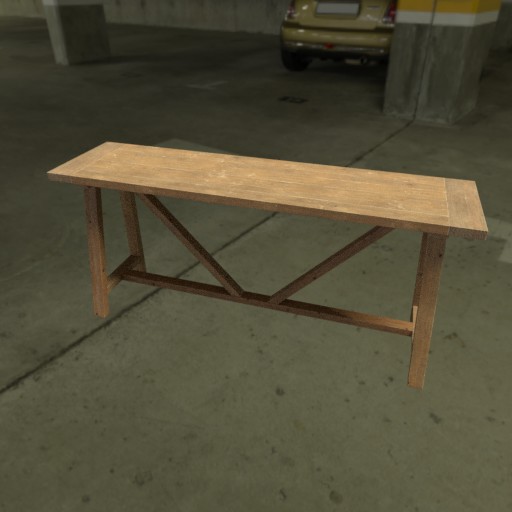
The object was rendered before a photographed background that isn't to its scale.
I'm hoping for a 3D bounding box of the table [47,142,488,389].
[{"bbox_3d":[0.000,0.000,2.136,1.800,0.810,0.465,9,33,15],"label":"table"}]
